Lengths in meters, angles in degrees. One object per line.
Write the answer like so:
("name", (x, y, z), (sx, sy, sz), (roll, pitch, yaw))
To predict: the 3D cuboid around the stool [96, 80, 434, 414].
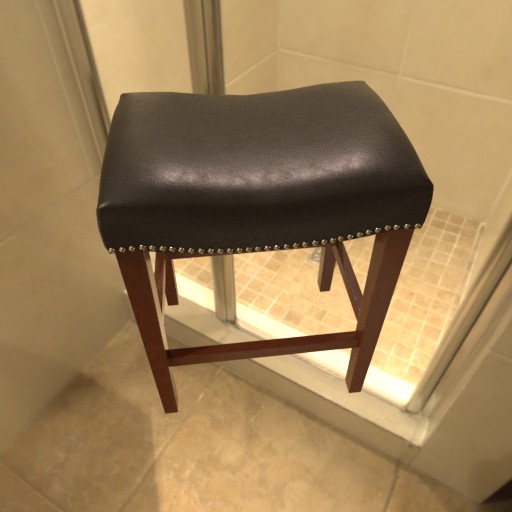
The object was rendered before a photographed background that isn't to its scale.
("stool", (0.000, 0.000, 0.970), (0.504, 0.654, 0.372), (-5, 46, -5))
